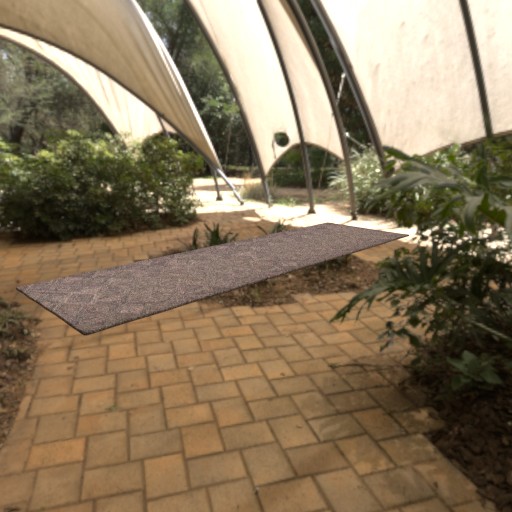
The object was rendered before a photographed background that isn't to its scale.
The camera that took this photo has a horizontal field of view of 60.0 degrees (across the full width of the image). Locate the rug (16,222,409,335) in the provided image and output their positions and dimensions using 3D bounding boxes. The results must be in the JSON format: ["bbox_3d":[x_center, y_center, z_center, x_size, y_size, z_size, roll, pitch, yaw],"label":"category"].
[{"bbox_3d":[0.000,0.000,2.492,2.296,0.011,0.691,-14,20,-43],"label":"rug"}]
